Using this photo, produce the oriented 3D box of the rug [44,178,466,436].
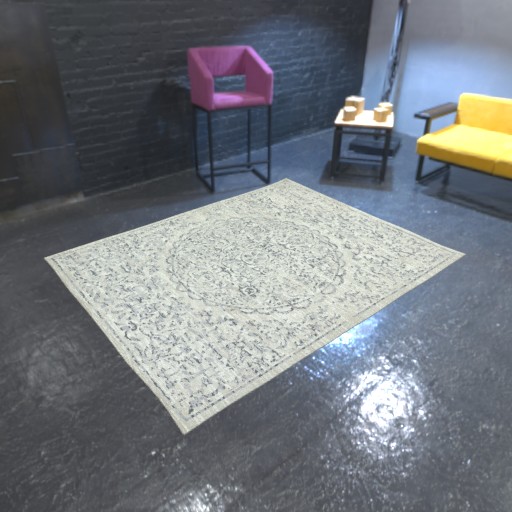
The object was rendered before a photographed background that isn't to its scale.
[{"bbox_3d":[0.000,0.000,3.924,2.925,0.026,2.343,-23,38,-33],"label":"rug"}]
